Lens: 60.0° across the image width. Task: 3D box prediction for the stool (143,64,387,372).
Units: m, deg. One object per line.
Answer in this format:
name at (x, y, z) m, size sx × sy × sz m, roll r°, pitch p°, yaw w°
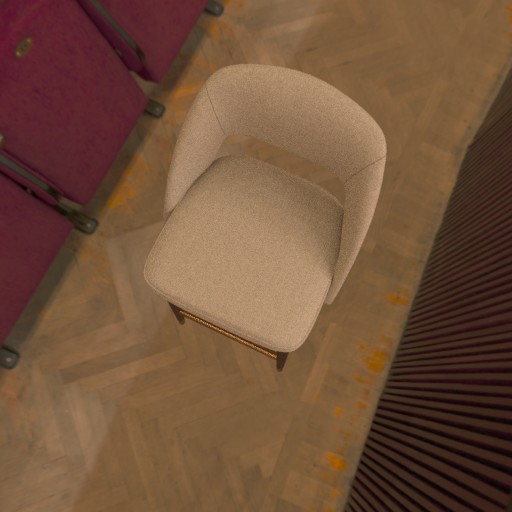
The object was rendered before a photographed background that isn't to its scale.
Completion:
stool at (0.000, 0.000, 1.311) m, size 0.494 × 1.037 × 0.509 m, roll 24°, pitch 76°, yaw 7°
